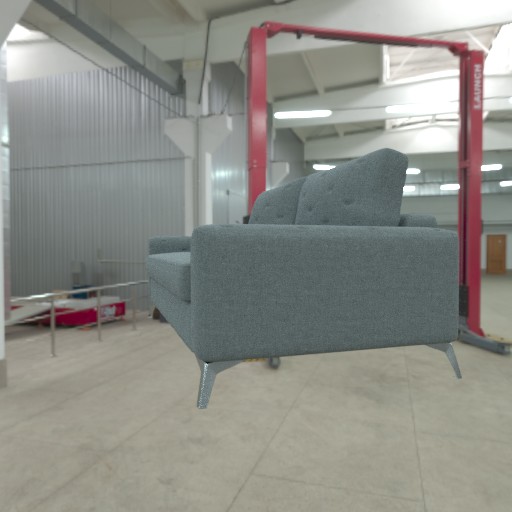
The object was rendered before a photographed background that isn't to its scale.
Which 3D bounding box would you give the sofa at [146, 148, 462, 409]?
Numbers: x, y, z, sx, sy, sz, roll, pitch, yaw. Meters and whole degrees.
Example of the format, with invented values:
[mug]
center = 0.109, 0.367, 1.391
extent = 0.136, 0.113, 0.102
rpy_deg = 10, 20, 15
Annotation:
[sofa]
center = 0.000, 0.000, 2.091
extent = 0.920, 0.790, 1.650
rpy_deg = 0, 1, -18
